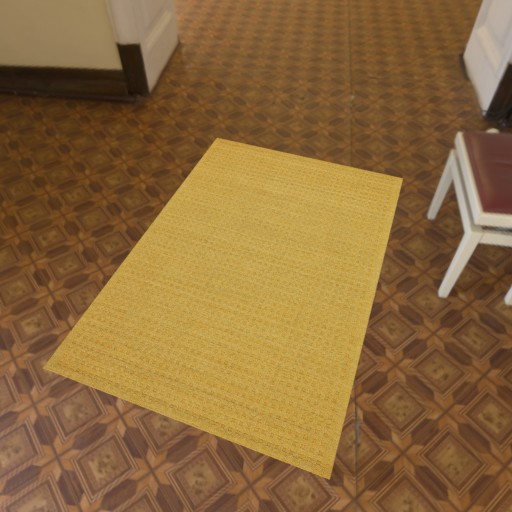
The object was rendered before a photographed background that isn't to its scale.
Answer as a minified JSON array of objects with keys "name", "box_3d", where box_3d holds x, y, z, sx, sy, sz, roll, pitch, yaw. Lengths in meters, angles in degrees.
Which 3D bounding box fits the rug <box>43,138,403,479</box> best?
[{"name":"rug","box_3d":[0.000,0.000,3.659,1.981,0.006,2.895,16,50,13]}]
